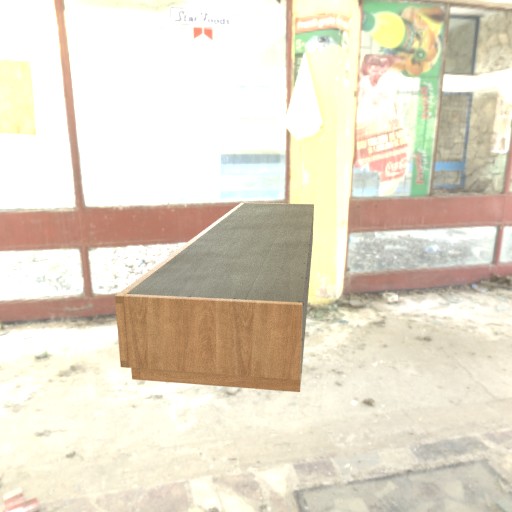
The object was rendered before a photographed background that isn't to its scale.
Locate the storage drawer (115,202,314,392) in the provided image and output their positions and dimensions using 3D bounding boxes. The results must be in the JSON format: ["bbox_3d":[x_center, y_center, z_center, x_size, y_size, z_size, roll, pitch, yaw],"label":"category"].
[{"bbox_3d":[0.000,0.000,2.200,0.538,0.264,2.032,2,14,8],"label":"storage drawer"}]
